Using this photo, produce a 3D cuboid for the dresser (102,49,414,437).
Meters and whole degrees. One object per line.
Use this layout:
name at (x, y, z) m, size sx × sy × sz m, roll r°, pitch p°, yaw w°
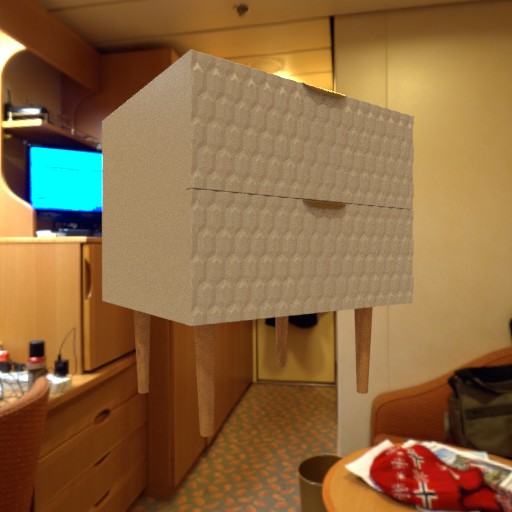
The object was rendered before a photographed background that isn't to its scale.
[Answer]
dresser at (0.000, 0.000, 0.913) m, size 0.503 × 0.568 × 0.414 m, roll 0°, pitch 0°, yaw -36°
